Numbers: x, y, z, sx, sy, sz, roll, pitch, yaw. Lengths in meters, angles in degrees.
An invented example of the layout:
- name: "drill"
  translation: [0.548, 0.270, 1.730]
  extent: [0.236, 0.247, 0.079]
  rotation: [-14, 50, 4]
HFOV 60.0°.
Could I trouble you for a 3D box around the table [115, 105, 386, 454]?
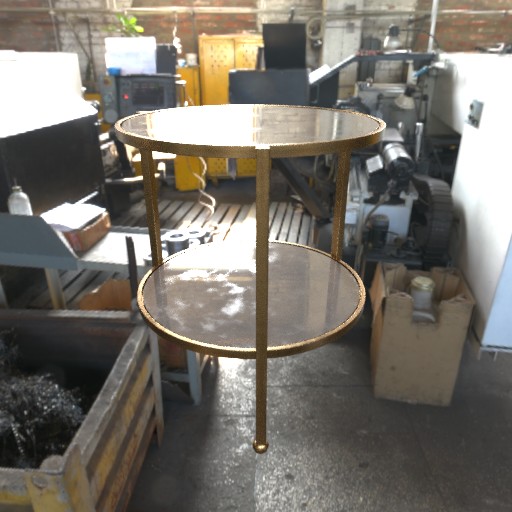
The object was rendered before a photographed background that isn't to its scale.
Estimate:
- name: "table"
  translation: [0.000, 0.000, 0.452]
  extent: [0.243, 0.269, 0.231]
  rotation: [-16, 29, -30]
